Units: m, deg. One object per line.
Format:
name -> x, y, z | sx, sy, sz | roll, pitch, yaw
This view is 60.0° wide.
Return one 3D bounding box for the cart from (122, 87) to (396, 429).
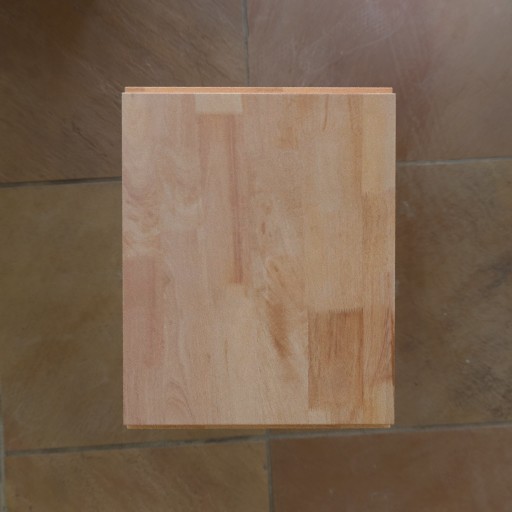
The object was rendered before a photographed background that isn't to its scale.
cart -> 0.000, 0.000, 1.228 | 0.508, 0.838, 0.640 | 0, 91, 0
